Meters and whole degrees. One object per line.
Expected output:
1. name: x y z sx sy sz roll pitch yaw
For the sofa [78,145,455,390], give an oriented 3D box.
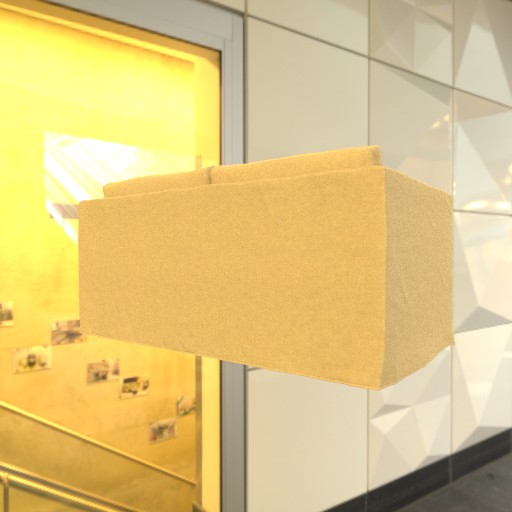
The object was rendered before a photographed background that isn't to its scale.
1. sofa: 0.000 0.000 2.255 1.719 0.835 0.962 1 1 36
